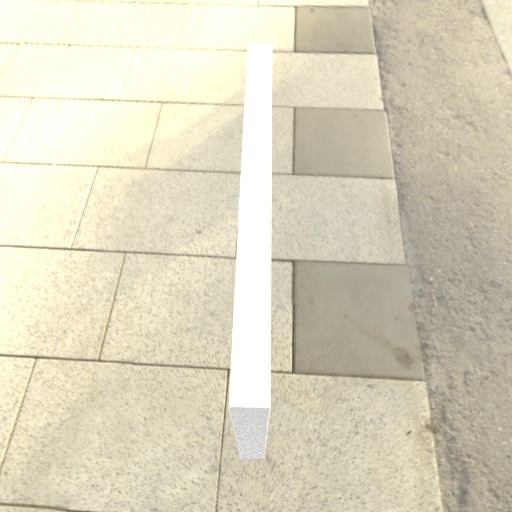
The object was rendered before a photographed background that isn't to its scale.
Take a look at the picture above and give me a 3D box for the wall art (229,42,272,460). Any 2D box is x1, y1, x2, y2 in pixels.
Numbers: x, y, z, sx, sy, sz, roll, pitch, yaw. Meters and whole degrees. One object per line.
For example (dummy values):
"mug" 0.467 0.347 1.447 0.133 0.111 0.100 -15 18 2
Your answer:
"wall art" 0.000 0.000 0.780 0.042 0.414 0.608 1 59 1
